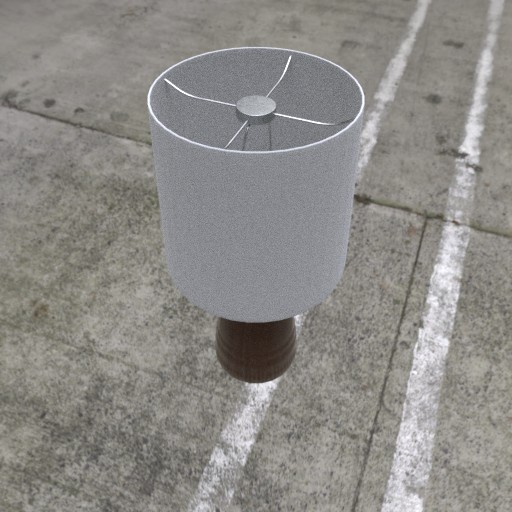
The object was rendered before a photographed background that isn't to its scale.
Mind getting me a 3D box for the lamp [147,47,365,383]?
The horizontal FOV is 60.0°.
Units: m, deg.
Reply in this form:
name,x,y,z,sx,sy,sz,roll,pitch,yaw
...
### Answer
name,x,y,z,sx,sy,sz,roll,pitch,yaw
lamp,0.000,0.000,0.473,0.186,0.369,0.186,0,47,0
